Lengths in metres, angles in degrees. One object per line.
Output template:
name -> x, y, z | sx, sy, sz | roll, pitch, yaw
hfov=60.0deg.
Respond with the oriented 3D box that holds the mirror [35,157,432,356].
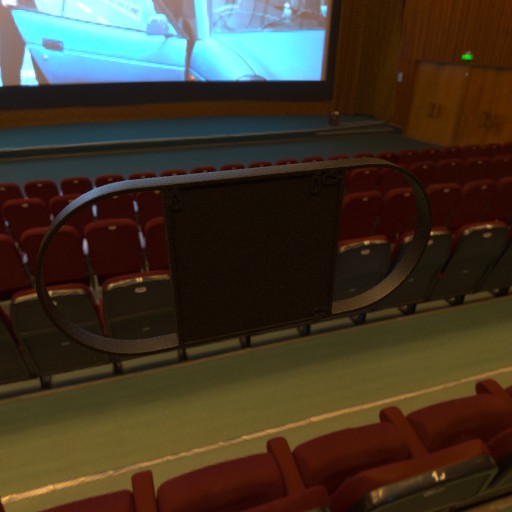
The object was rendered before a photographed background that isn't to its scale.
mirror -> 0.000, 0.000, 0.646 | 0.584, 0.254, 0.032 | -9, 29, -16
